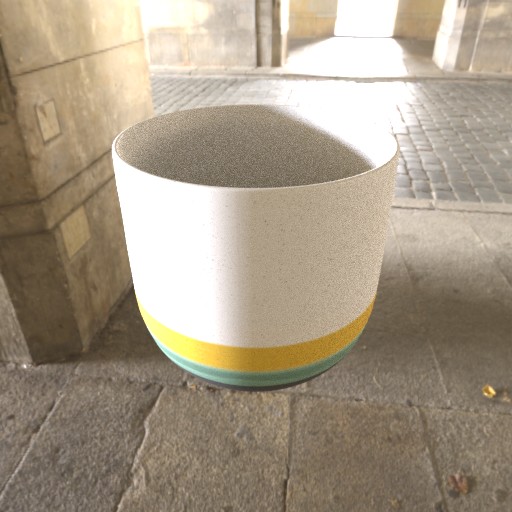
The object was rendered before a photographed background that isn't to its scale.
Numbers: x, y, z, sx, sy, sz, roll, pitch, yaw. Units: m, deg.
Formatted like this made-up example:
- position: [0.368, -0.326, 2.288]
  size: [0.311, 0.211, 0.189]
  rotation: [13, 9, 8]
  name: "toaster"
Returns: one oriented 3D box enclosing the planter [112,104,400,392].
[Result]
- position: [0.000, 0.000, 0.494]
  size: [0.268, 0.270, 0.268]
  rotation: [0, 31, 0]
  name: "planter"
